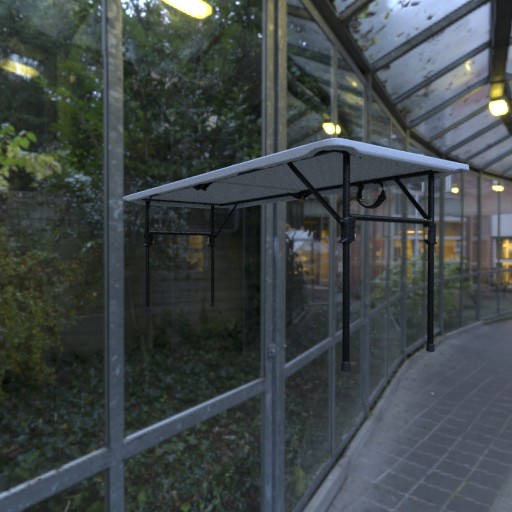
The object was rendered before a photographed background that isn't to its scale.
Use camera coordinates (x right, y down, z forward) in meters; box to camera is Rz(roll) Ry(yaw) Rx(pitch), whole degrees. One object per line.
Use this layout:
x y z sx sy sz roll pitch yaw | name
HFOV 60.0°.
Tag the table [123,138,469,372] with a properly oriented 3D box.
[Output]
0.000 0.000 2.242 0.761 0.719 1.829 -1 1 -36 | table
